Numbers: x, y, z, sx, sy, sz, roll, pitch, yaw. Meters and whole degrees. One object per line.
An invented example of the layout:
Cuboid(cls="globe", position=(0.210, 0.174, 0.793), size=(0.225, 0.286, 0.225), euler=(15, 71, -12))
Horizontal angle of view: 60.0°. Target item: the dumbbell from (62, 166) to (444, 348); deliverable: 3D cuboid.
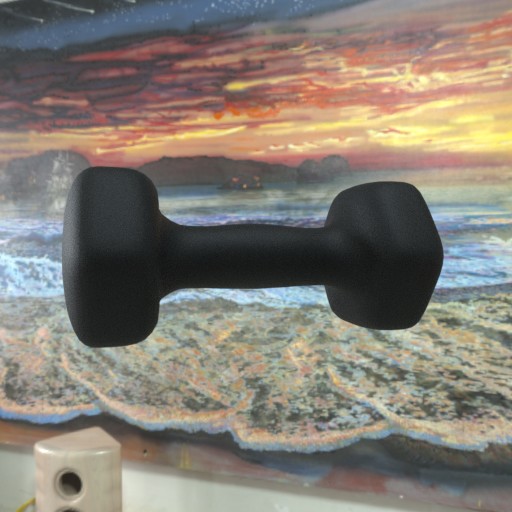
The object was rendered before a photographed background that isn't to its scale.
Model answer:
Cuboid(cls="dumbbell", position=(0.000, 0.000, 0.290), size=(0.231, 0.101, 0.112), euler=(0, 1, -16))
